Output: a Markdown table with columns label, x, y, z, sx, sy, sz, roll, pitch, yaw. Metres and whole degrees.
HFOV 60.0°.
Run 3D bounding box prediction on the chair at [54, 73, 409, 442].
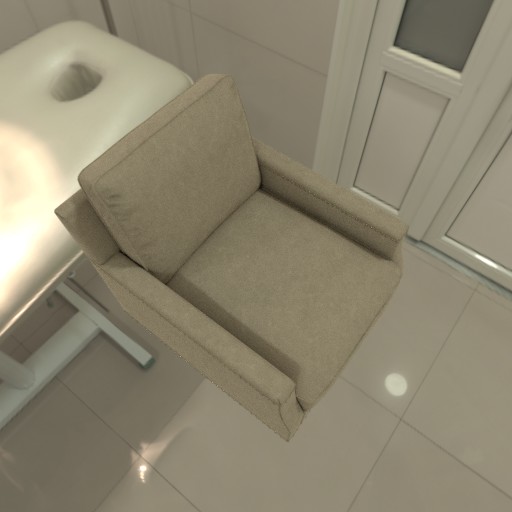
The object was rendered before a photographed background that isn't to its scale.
| label | x | y | z | sx | sy | sz | roll | pitch | yaw |
| --- | --- | --- | --- | --- | --- | --- | --- | --- | --- |
| chair | 0.000 | 0.000 | 1.721 | 1.014 | 0.943 | 0.853 | 33 | 64 | 18 |
